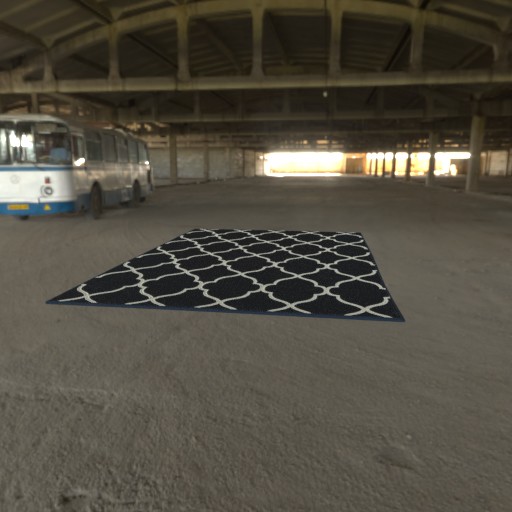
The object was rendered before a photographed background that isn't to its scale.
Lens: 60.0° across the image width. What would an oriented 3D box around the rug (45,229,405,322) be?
[{"bbox_3d":[0.000,0.000,2.925,1.526,0.014,2.290,2,12,9],"label":"rug"}]
